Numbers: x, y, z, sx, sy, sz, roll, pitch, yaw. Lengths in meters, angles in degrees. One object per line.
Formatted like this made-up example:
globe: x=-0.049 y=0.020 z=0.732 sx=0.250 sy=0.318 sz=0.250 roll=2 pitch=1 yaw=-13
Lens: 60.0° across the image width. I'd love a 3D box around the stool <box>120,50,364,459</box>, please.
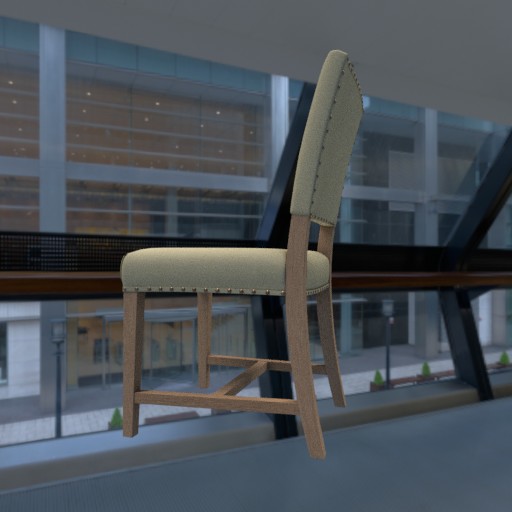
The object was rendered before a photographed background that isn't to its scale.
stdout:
stool: x=0.000 y=0.000 z=1.348 sx=0.623 sy=0.986 sz=0.508 roll=0 pitch=0 yaw=19
